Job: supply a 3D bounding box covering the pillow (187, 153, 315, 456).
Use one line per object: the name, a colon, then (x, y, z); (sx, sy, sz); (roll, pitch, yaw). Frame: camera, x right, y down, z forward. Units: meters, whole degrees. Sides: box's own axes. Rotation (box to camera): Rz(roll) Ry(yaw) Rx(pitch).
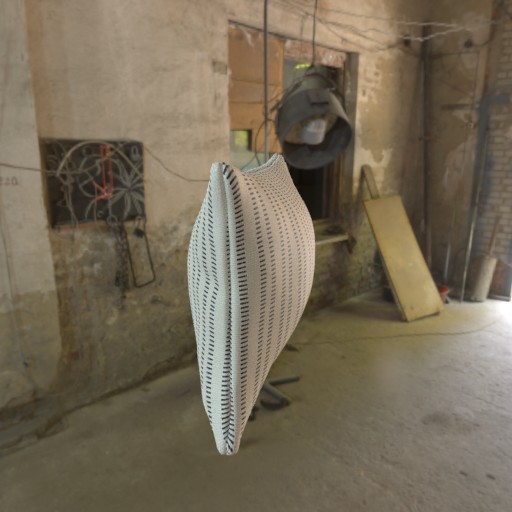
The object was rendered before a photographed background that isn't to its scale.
pillow: (0.000, 0.000, 0.800); (0.210, 0.353, 0.640); (2, 14, 8)
